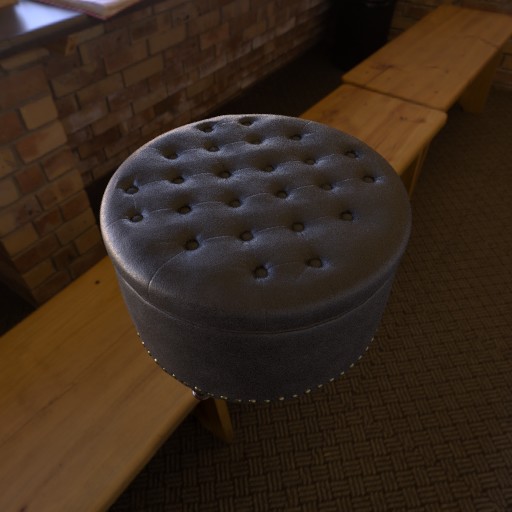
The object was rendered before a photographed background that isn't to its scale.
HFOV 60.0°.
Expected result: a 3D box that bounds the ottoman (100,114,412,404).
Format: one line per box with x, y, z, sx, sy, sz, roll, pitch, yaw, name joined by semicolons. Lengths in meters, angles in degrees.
0.000;0.000;1.062;0.637;0.442;0.637;0;46;0;ottoman
